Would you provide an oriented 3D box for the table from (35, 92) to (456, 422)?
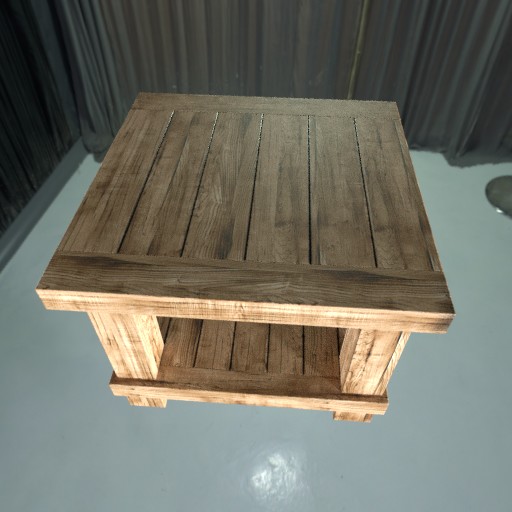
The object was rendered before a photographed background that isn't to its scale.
[{"bbox_3d":[0.000,0.000,1.012,0.610,0.457,0.610,3,47,3],"label":"table"}]
